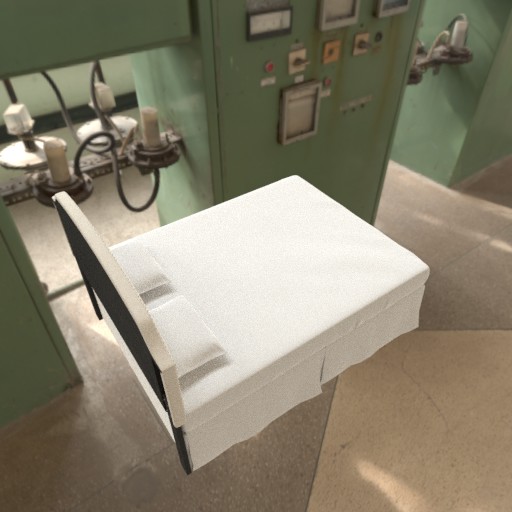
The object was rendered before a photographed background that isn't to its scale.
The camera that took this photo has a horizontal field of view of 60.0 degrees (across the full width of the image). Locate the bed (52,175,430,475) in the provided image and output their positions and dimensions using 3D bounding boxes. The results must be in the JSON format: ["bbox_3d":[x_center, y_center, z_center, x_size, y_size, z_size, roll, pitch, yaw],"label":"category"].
[{"bbox_3d":[0.000,0.000,2.970,1.999,1.270,1.558,-25,48,-25],"label":"bed"}]
